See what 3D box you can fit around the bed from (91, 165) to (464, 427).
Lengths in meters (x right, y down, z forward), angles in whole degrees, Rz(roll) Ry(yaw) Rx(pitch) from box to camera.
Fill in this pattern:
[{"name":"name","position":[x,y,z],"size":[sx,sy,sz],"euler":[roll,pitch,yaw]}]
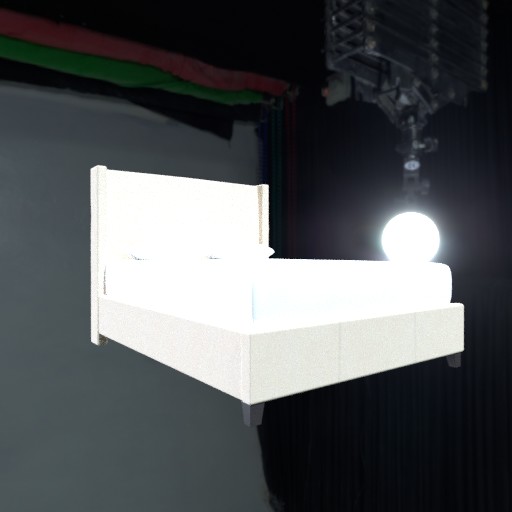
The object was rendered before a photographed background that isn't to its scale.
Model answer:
[{"name":"bed","position":[0.000,0.000,3.351],"size":[1.778,1.471,2.293],"euler":[0,1,-37]}]
